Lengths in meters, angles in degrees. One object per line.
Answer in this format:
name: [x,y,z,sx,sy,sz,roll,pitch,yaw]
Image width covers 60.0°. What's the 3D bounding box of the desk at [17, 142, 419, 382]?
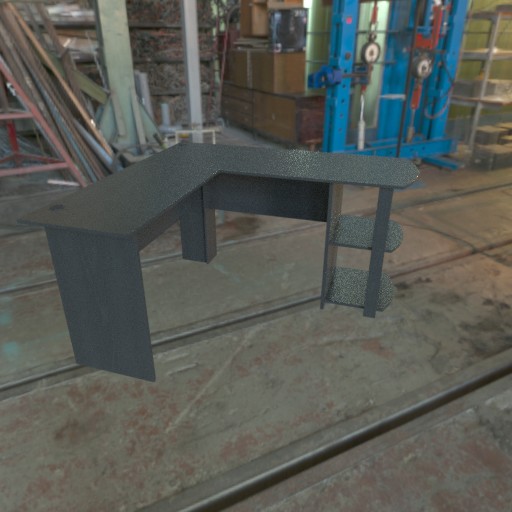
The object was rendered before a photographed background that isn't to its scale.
desk: [0.000,0.000,2.097,1.361,0.716,1.303,8,28,16]
